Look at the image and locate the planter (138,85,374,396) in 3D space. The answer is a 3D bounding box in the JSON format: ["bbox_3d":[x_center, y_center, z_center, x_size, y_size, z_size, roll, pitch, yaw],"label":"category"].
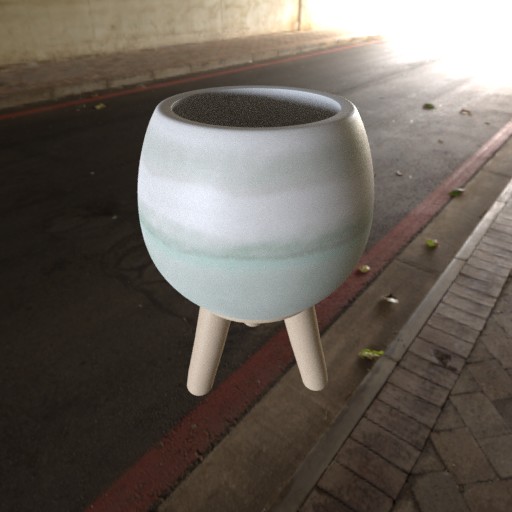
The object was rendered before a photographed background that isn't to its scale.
[{"bbox_3d":[0.000,0.000,0.336,0.161,0.224,0.161,0,31,0],"label":"planter"}]
